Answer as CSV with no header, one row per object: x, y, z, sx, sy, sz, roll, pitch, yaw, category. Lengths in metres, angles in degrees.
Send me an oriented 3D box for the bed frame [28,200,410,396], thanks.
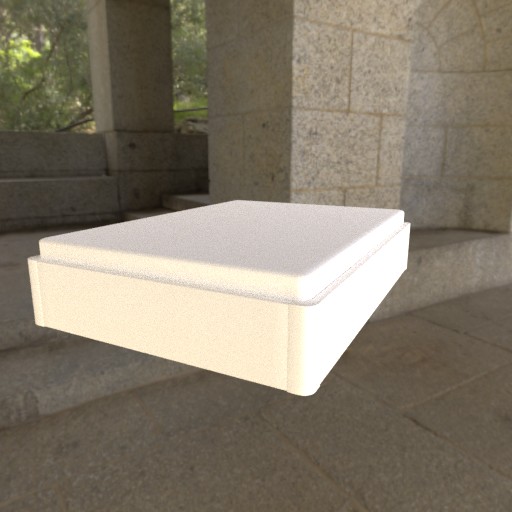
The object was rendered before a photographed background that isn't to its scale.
0.000,0.000,2.548,1.400,0.406,1.900,7,15,27,bed frame
